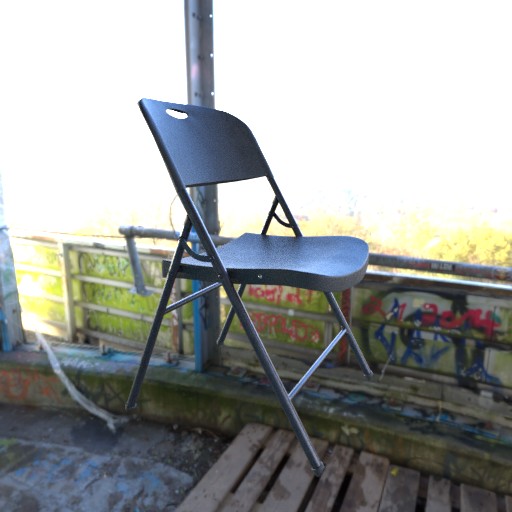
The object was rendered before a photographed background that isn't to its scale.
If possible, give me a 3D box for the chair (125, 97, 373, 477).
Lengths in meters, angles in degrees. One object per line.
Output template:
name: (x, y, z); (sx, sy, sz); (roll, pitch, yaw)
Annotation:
chair: (0.000, 0.000, 1.188); (0.567, 0.810, 0.494); (7, 15, 26)
